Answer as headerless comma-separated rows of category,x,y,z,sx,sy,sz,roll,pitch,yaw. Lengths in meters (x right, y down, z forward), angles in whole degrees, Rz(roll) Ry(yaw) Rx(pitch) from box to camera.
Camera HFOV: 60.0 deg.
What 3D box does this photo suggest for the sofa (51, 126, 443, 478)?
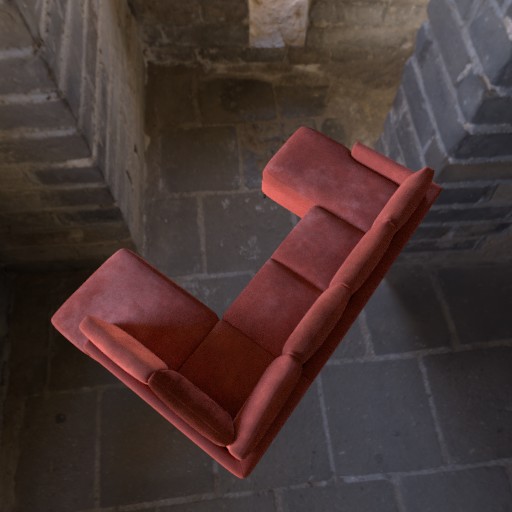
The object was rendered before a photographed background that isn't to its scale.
sofa,0.000,0.000,3.846,1.981,0.858,2.971,34,69,15
